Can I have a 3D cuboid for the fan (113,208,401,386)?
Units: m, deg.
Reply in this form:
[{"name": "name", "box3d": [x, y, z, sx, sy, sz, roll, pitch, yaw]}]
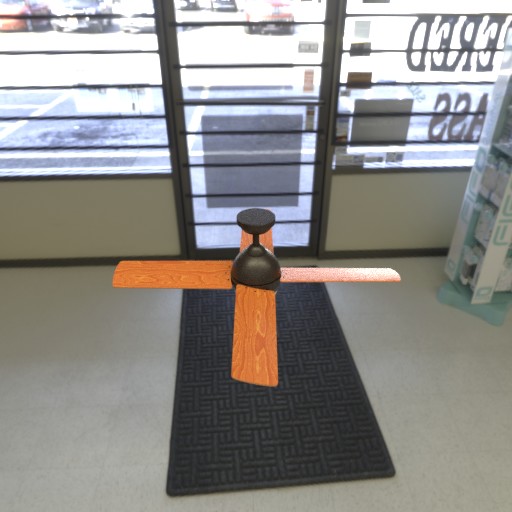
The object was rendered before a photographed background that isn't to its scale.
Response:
[{"name": "fan", "box3d": [0.000, 0.000, 2.030, 1.332, 0.403, 1.332, 0, 32, 0]}]
